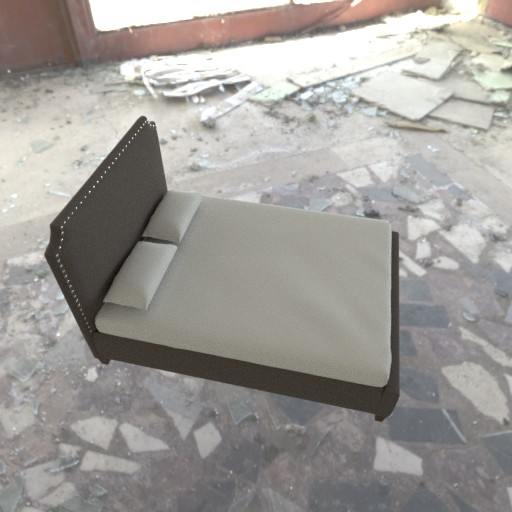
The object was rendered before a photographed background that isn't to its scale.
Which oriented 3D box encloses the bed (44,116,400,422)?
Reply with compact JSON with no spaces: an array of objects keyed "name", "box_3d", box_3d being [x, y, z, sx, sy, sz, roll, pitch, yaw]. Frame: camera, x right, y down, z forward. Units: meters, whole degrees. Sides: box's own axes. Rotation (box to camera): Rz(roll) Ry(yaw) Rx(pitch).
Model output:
[{"name":"bed","box_3d":[0.000,0.000,3.554,2.372,1.443,1.713,9,46,9]}]
